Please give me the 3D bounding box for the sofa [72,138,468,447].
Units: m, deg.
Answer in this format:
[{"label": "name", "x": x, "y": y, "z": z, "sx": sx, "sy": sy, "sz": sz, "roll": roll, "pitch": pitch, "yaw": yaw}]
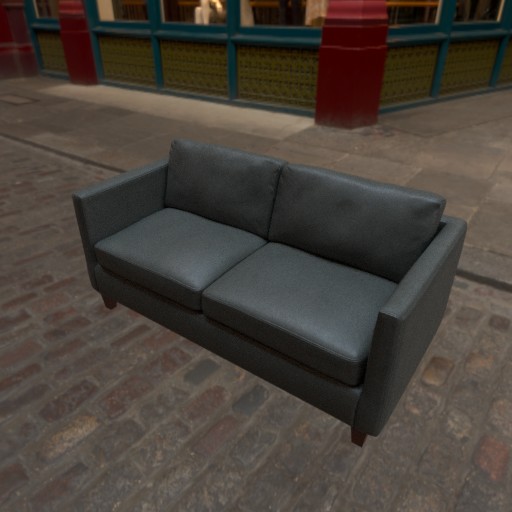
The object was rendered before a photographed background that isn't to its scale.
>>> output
[{"label": "sofa", "x": 0.000, "y": 0.000, "z": 2.420, "sx": 1.883, "sy": 0.933, "sz": 0.951, "roll": 20, "pitch": 36, "yaw": 30}]
